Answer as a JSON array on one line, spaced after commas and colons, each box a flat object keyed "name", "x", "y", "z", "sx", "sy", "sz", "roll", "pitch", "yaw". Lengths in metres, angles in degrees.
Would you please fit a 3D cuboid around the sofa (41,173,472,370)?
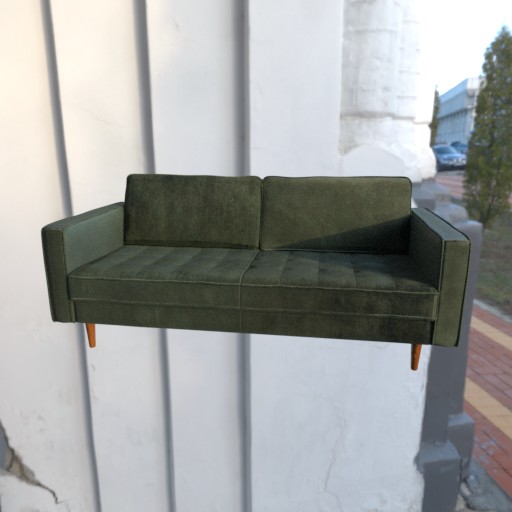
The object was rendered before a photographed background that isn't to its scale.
[{"name": "sofa", "x": 0.000, "y": 0.000, "z": 2.251, "sx": 1.816, "sy": 0.781, "sz": 0.886, "roll": 2, "pitch": 14, "yaw": 8}]
